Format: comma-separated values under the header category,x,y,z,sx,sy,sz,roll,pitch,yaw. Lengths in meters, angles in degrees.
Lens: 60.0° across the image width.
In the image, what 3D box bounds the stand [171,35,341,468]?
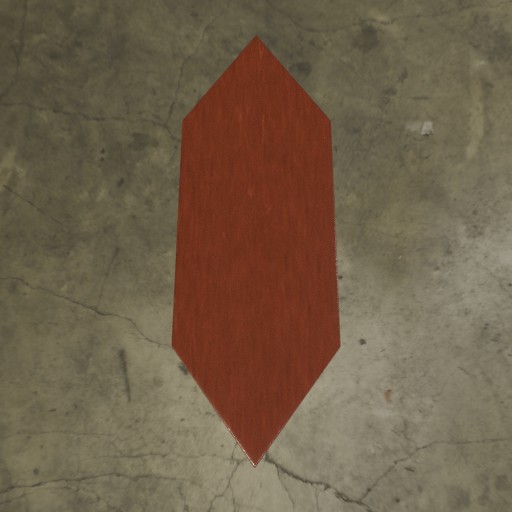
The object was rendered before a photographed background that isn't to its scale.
category,x,y,z,sx,sy,sz,roll,pitch,yaw
stand,0.000,0.000,1.357,0.381,0.614,1.072,0,76,0
